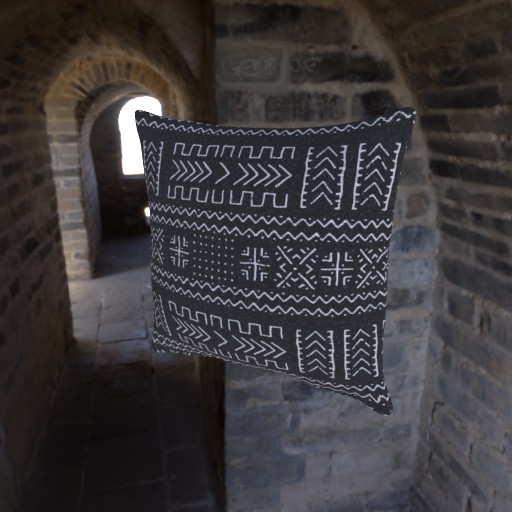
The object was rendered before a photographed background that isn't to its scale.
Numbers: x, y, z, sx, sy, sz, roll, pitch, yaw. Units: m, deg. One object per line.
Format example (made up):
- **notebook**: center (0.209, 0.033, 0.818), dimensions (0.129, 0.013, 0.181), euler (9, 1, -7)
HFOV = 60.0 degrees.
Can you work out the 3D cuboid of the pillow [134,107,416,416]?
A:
- **pillow**: center (0.000, 0.000, 0.672), dimensions (0.438, 0.430, 0.164), euler (8, 18, 26)
